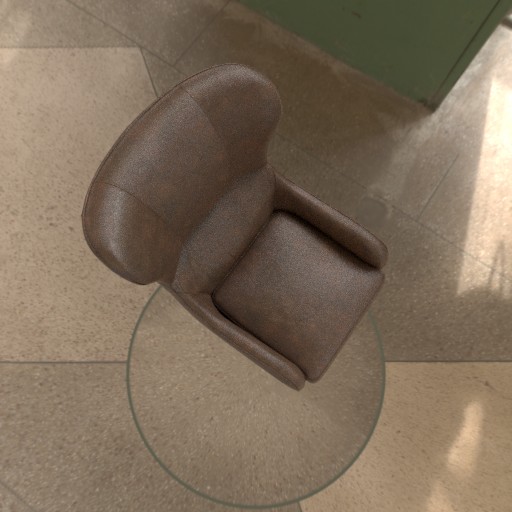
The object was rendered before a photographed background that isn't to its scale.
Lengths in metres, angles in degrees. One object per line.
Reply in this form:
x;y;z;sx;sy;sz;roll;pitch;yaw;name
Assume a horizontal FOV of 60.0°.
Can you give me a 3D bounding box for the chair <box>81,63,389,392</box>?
0.000;0.000;1.644;0.914;1.048;0.692;35;79;8;chair
